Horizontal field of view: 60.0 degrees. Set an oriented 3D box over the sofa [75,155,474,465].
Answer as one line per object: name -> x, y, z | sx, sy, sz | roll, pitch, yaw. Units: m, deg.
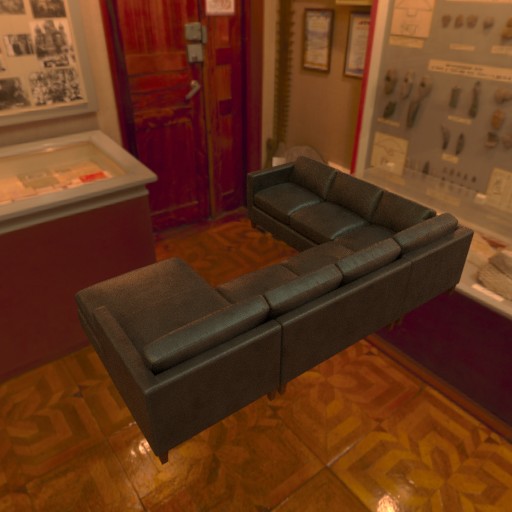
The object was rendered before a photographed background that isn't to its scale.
sofa -> 0.000, 0.000, 4.342 | 3.324, 0.891, 2.452 | -21, 38, -30
